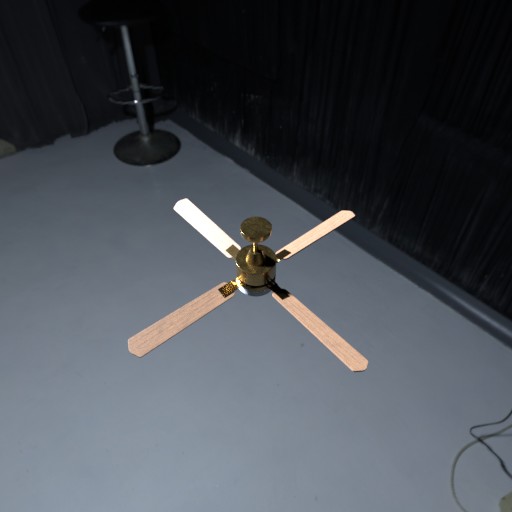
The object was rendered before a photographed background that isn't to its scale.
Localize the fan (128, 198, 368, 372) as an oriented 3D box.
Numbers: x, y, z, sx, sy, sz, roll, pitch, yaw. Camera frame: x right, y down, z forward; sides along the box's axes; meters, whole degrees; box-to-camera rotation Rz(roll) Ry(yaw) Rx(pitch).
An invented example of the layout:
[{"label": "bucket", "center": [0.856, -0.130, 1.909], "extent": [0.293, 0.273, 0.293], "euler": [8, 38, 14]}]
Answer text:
[{"label": "fan", "center": [0.000, 0.000, 1.989], "extent": [1.320, 0.355, 1.320], "euler": [-31, 54, -26]}]
